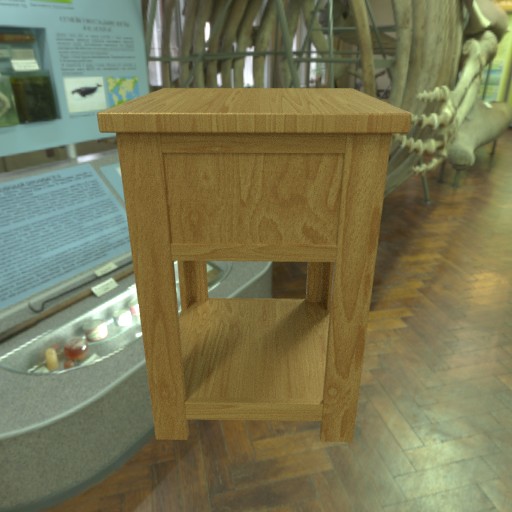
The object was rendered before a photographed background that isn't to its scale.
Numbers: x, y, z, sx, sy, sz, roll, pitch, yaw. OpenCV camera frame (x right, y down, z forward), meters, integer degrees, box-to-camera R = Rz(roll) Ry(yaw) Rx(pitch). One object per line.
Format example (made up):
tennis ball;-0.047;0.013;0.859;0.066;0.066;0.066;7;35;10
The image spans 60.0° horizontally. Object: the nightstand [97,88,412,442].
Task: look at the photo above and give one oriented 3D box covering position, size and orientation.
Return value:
nightstand;0.000;0.000;0.907;0.418;0.614;0.428;0;25;1
